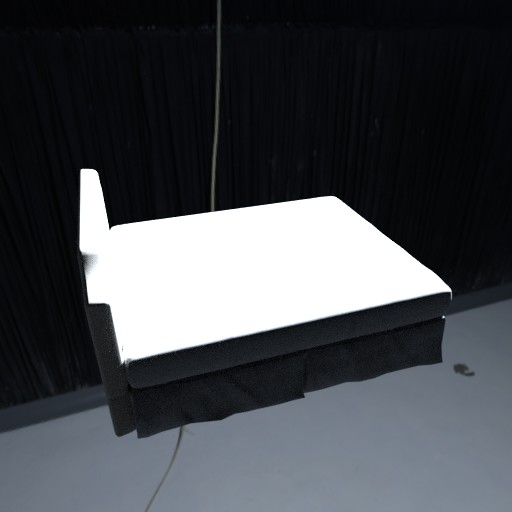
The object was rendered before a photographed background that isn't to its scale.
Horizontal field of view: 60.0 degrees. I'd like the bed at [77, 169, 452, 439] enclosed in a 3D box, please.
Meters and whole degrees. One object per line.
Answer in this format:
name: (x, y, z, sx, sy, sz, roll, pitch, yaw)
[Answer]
bed: (0.000, 0.000, 3.597, 2.498, 1.293, 1.977, -10, 32, -16)
